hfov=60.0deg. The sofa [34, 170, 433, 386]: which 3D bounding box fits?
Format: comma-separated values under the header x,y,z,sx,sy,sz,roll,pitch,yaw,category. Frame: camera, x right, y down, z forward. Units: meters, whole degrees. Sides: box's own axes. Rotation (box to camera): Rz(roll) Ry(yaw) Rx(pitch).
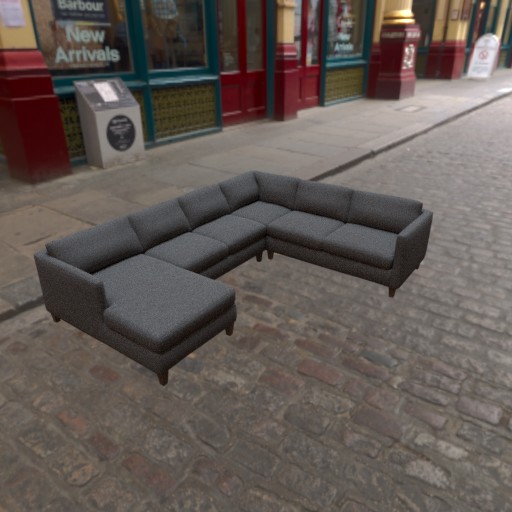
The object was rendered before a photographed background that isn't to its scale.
x,y,z,sx,sy,sz,roll,pitch,yaw,category
0.000,0.000,4.482,2.551,0.853,3.238,17,31,32,sofa
